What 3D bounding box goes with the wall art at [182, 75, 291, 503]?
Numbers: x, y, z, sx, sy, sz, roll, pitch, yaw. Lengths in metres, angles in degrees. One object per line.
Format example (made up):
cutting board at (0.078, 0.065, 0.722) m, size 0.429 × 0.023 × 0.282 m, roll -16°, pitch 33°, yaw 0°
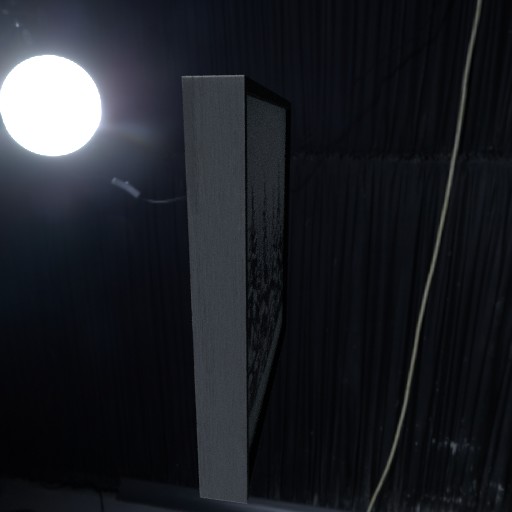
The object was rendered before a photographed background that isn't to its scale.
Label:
wall art at (0.000, 0.000, 0.444) m, size 0.037 × 0.305 × 0.305 m, roll 3°, pitch 16°, yaw 9°
